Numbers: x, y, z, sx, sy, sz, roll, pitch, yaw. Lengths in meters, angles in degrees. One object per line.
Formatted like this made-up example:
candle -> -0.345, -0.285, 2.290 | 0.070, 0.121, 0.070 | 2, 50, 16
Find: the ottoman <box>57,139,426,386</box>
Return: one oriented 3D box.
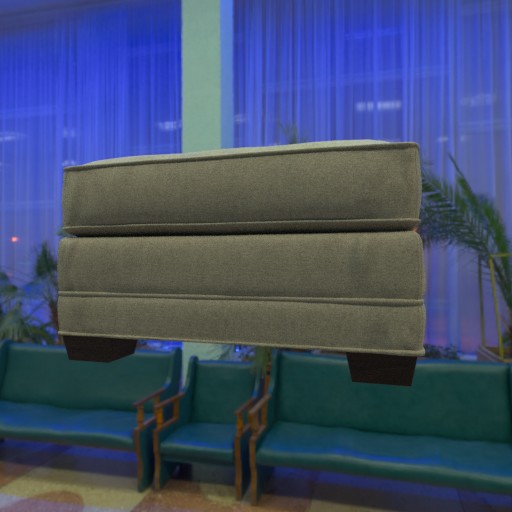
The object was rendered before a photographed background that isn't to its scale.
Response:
ottoman -> 0.000, 0.000, 1.219 | 0.848, 0.508, 0.611 | 0, -1, 17
